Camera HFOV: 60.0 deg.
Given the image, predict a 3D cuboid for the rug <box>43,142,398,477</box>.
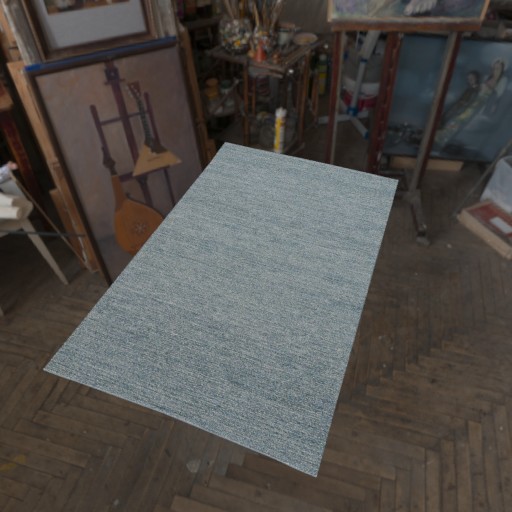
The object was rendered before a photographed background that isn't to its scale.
[{"bbox_3d":[0.000,0.000,2.284,1.174,0.022,1.853,16,48,15],"label":"rug"}]
